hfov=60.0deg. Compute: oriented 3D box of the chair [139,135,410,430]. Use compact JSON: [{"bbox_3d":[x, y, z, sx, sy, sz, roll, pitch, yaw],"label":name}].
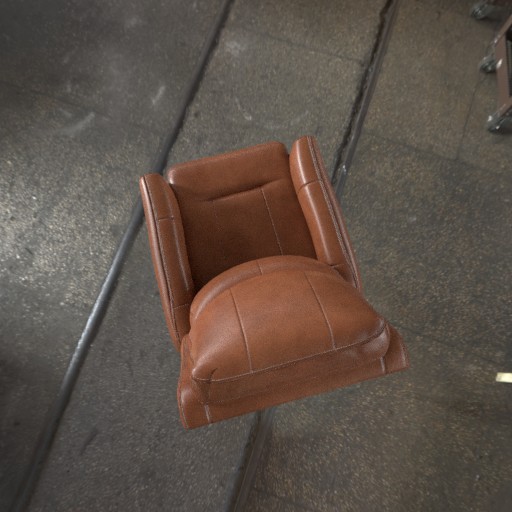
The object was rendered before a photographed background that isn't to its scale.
[{"bbox_3d":[0.000,0.000,1.776,0.821,1.016,1.072,-14,76,-4],"label":"chair"}]
